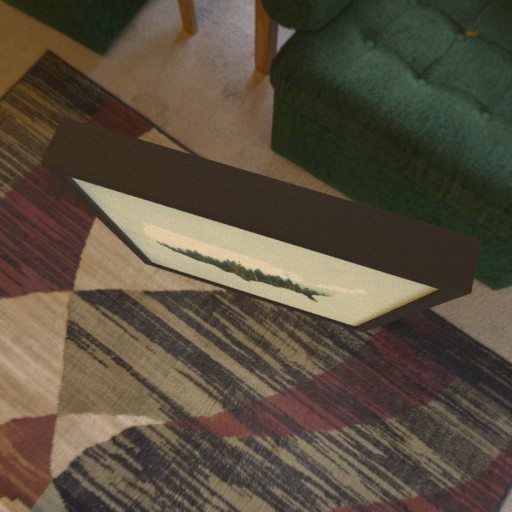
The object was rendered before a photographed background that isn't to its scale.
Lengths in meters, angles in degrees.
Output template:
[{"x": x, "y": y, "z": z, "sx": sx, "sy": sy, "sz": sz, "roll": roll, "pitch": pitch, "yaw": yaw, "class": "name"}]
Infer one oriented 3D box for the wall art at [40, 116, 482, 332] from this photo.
[{"x": 0.000, "y": 0.000, "z": 0.450, "sx": 0.304, "sy": 0.304, "sz": 0.038, "roll": 17, "pitch": 76, "yaw": 4, "class": "wall art"}]
